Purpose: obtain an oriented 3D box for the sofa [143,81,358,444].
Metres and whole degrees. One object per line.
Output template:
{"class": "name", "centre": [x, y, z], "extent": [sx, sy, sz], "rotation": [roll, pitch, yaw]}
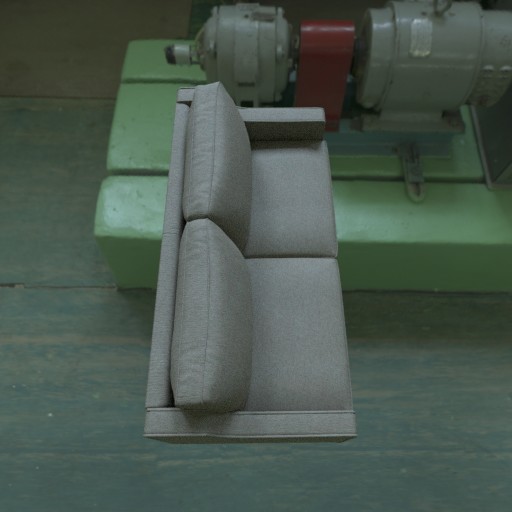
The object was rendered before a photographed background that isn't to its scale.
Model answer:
{"class": "sofa", "centre": [0.000, 0.000, 2.825], "extent": [1.073, 1.074, 2.181], "rotation": [-1, 64, 0]}
